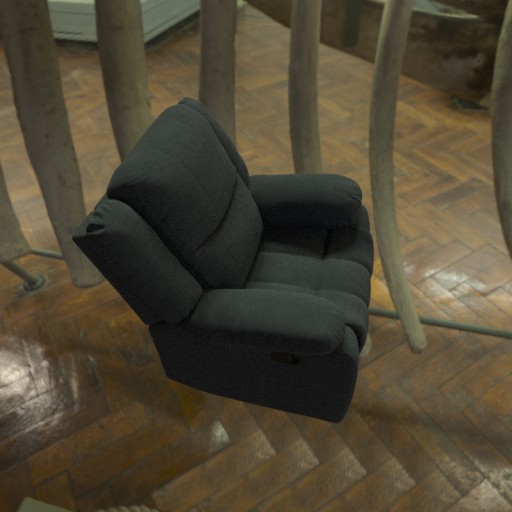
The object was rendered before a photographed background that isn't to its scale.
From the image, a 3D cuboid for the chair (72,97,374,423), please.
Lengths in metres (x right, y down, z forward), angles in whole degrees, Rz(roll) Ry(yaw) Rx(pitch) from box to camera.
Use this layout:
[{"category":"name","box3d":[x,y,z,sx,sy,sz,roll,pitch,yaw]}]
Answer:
[{"category":"chair","box3d":[0.000,0.000,1.762,0.944,1.008,0.899,10,47,9]}]
